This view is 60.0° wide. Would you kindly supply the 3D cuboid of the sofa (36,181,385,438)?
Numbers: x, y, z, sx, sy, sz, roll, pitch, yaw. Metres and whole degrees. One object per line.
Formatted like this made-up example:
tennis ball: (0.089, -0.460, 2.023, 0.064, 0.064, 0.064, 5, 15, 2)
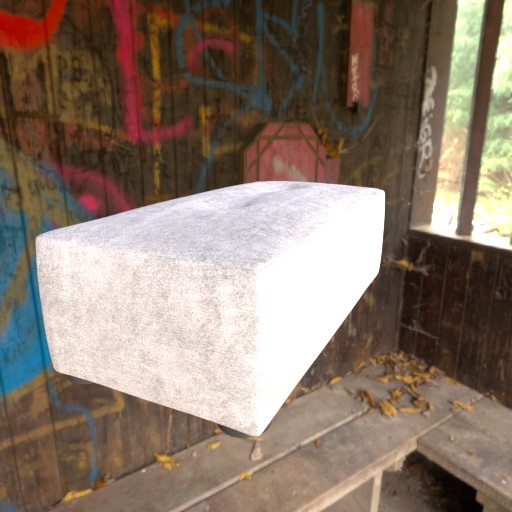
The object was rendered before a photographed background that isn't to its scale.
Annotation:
sofa: (0.000, 0.000, 1.137, 0.480, 0.330, 0.930, 8, 18, 25)
